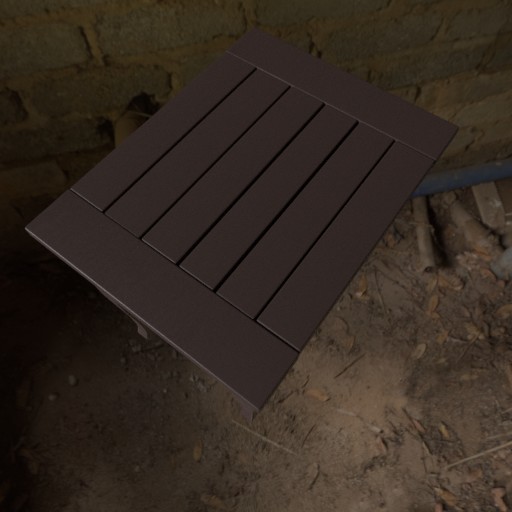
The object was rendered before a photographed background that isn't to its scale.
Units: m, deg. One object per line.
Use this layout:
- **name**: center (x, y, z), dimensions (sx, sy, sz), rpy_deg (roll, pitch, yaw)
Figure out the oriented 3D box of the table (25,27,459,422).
- **table**: center (0.000, 0.000, 1.011), dimensions (0.460, 0.605, 0.602), rpy_deg (34, 68, 16)
